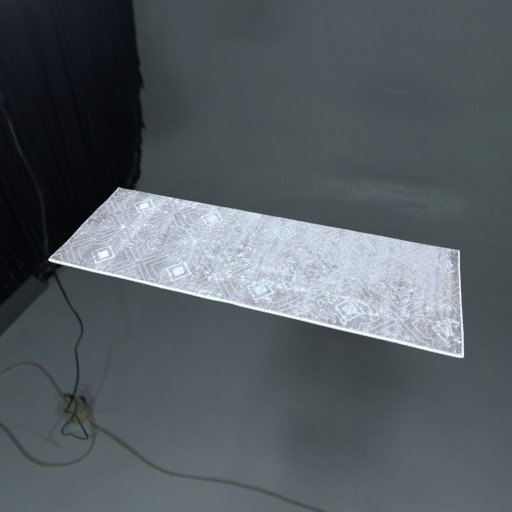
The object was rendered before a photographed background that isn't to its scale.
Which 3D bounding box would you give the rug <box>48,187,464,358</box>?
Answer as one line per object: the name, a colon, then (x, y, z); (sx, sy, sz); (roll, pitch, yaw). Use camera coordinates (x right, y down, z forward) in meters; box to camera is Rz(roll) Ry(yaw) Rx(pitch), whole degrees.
rug: (0.000, 0.000, 2.716); (2.381, 0.035, 0.832); (12, 43, 13)
